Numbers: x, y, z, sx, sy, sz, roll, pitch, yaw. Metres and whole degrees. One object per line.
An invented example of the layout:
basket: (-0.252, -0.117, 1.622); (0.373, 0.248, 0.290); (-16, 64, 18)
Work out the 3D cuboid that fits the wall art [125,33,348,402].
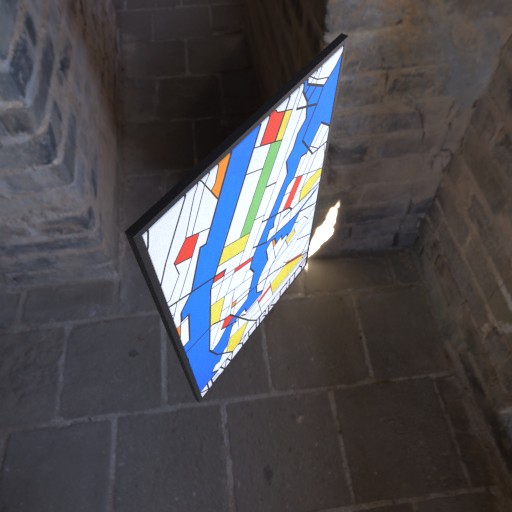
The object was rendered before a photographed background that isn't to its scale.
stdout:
wall art: (0.000, 0.000, 0.848); (0.013, 0.660, 0.460); (31, 62, 19)
